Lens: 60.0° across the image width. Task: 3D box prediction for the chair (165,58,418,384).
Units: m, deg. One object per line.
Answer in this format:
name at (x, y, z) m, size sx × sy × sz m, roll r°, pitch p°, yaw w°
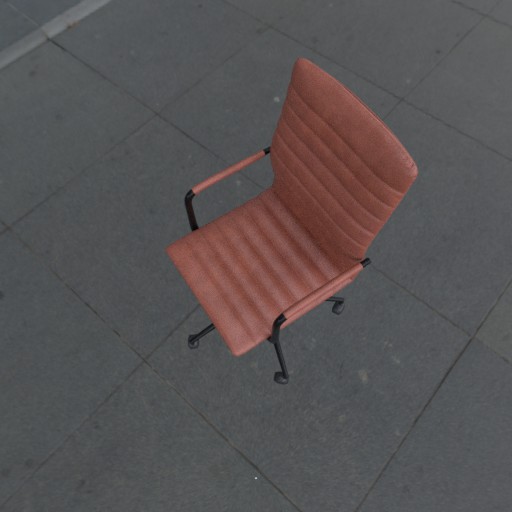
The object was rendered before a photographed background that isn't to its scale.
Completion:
chair at (0.000, 0.000, 1.295) m, size 0.578 × 0.878 × 0.600 m, roll -31°, pitch 67°, yaw -14°
